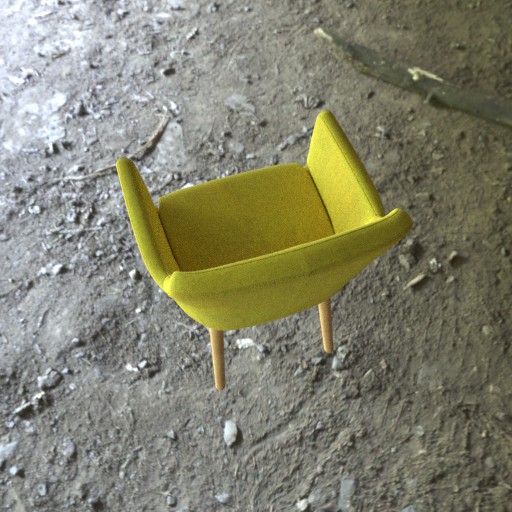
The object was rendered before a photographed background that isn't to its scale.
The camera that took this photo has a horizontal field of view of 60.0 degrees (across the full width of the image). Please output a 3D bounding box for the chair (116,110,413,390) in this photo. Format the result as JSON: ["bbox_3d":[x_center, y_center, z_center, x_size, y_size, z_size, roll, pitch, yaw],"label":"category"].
[{"bbox_3d":[0.000,0.000,1.213,0.570,0.780,0.570,-16,60,-10],"label":"chair"}]
